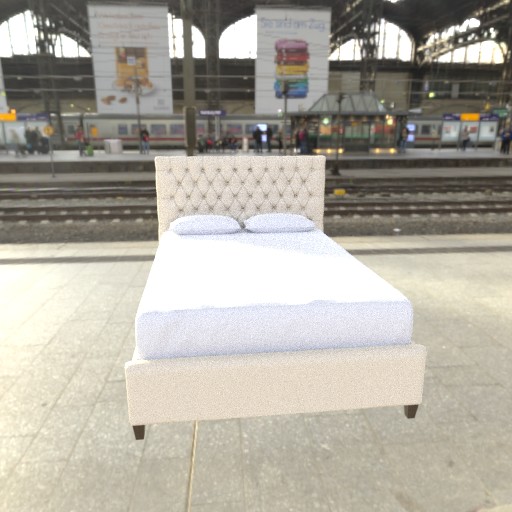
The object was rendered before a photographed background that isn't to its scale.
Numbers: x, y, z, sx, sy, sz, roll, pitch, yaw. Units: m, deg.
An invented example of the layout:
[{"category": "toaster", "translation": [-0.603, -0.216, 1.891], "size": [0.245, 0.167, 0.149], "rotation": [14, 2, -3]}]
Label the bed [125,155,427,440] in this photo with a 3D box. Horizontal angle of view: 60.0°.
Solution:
[{"category": "bed", "translation": [0.000, 0.000, 3.469], "size": [1.698, 1.427, 2.387], "rotation": [-2, 15, -7]}]
